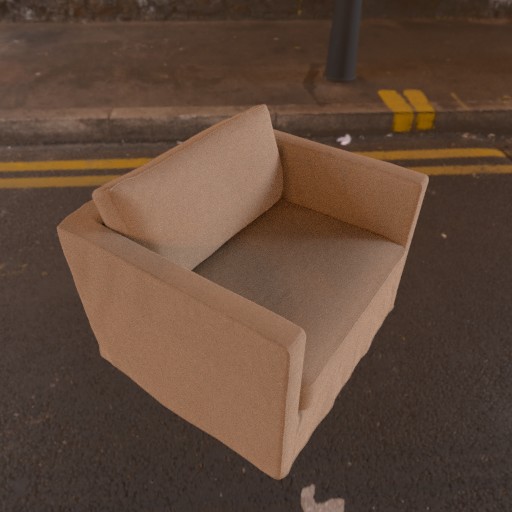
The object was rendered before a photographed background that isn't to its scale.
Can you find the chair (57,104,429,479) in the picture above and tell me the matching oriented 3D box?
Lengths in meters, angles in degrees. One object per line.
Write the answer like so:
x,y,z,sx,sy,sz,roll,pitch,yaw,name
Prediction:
0.000,0.000,1.746,0.949,0.867,1.057,24,46,26,chair
